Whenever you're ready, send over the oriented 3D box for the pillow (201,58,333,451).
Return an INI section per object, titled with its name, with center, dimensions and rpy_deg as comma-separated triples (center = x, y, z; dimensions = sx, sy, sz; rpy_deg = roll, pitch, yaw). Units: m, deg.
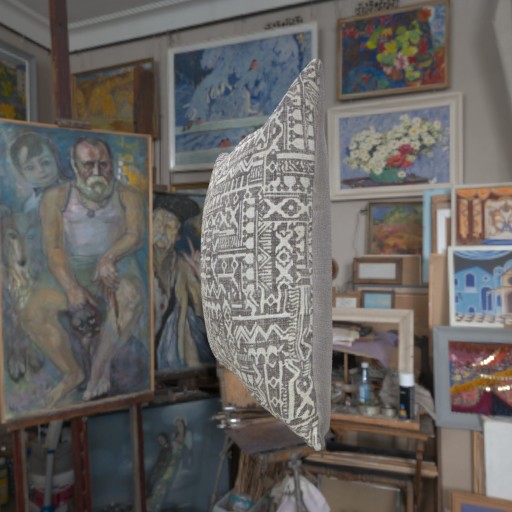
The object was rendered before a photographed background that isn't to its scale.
[pillow]
center = 0.000, 0.000, 0.790
dimensions = 0.180, 0.487, 0.546
rpy_deg = 0, 0, -17
